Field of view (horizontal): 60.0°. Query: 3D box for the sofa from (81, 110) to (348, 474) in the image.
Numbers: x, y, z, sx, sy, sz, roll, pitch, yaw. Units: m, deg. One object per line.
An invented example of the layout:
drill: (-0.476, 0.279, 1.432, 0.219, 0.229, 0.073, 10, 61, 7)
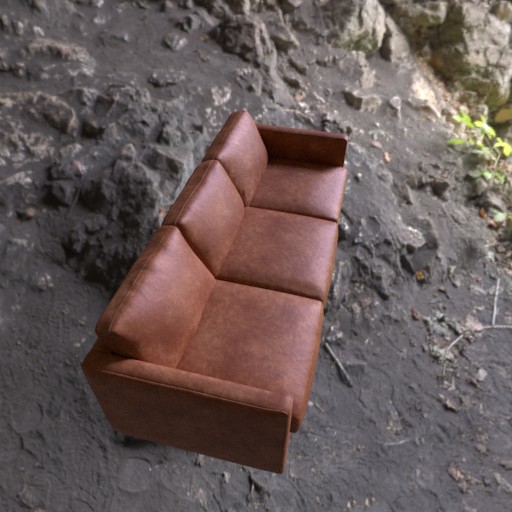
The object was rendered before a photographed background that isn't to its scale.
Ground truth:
sofa: (0.000, 0.000, 2.983, 1.045, 1.006, 2.464, 10, 45, 10)
